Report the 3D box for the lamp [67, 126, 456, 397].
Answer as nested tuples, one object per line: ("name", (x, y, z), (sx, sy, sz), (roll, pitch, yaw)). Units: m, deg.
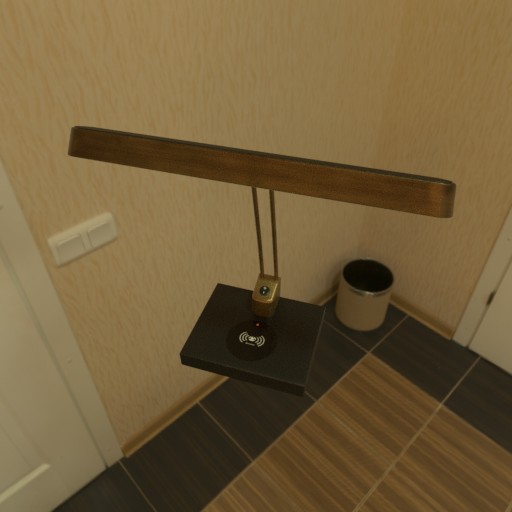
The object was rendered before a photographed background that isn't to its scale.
("lamp", (0.000, 0.000, 0.582), (0.412, 0.345, 0.156), (12, 42, 13))
